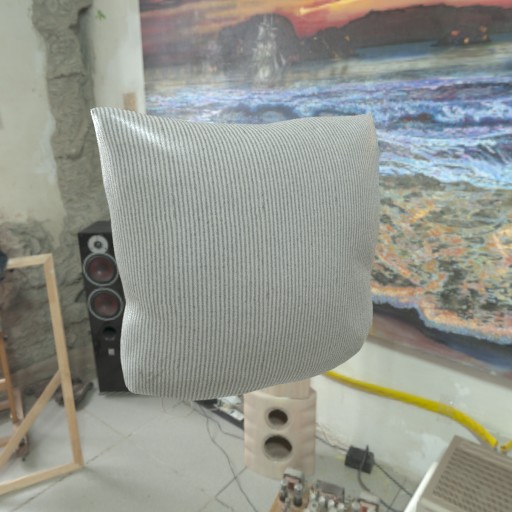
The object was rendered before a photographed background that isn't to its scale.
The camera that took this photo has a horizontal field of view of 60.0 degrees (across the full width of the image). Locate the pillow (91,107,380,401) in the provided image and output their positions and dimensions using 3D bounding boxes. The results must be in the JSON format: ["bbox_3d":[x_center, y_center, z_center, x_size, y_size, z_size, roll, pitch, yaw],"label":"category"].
[{"bbox_3d":[0.000,0.000,0.685,0.387,0.432,0.310,3,17,8],"label":"pillow"}]
